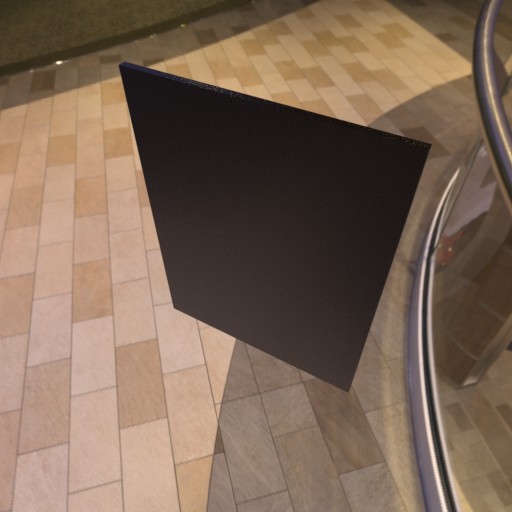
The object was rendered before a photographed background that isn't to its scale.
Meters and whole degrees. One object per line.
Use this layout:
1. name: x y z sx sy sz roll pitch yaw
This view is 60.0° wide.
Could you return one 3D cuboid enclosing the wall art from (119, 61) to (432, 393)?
1. wall art: 0.000 0.000 0.776 0.442 0.582 0.013 22 51 19
